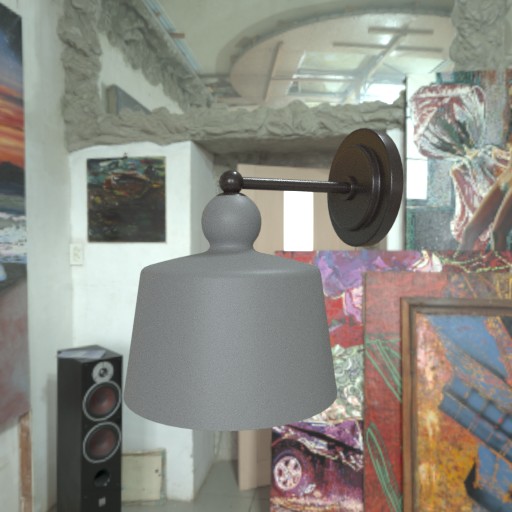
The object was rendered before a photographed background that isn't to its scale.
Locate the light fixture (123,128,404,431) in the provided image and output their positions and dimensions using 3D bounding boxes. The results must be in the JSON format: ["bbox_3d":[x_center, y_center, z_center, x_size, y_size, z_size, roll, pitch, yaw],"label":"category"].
[{"bbox_3d":[0.000,0.000,0.440,0.254,0.268,0.204,-1,2,-19],"label":"light fixture"}]
